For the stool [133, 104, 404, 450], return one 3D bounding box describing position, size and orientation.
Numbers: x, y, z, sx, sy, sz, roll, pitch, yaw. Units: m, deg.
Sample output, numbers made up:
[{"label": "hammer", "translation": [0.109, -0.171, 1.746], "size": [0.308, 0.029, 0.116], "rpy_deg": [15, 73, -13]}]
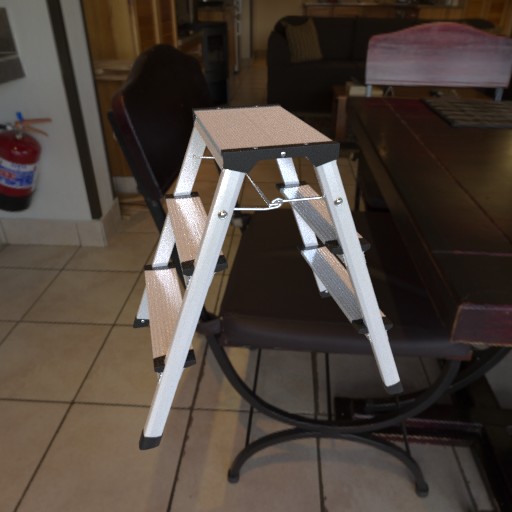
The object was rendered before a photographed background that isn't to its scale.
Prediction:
[{"label": "stool", "translation": [0.000, 0.000, 1.025], "size": [0.622, 0.605, 0.437], "rpy_deg": [-8, 31, -13]}]
